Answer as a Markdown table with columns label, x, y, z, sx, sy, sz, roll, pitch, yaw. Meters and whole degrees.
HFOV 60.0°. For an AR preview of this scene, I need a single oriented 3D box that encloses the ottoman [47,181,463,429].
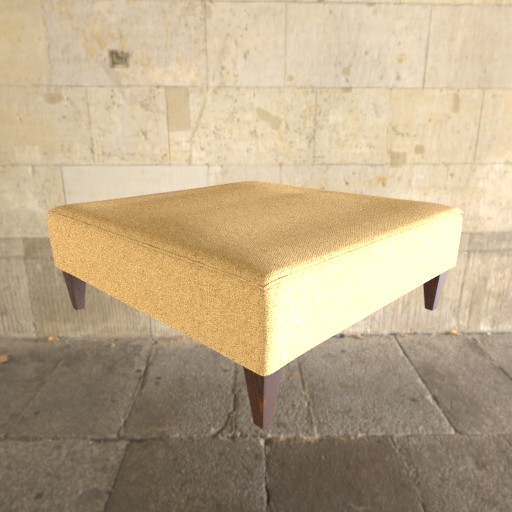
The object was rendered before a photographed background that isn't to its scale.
| label | x | y | z | sx | sy | sz | roll | pitch | yaw |
| --- | --- | --- | --- | --- | --- | --- | --- | --- | --- |
| ottoman | 0.000 | 0.000 | 1.485 | 0.981 | 0.378 | 0.970 | 16 | 23 | 42 |
